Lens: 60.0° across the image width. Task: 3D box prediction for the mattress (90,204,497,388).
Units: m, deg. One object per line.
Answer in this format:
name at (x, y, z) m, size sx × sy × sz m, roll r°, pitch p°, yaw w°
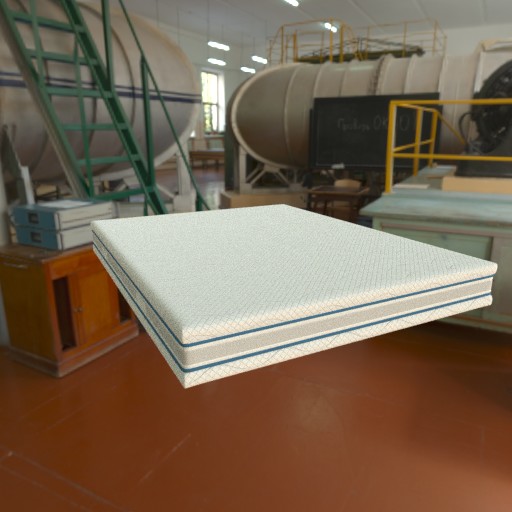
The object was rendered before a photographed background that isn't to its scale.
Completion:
mattress at (0.000, 0.000, 2.665) m, size 1.600 × 0.230 × 2.000 m, roll -8°, pitch 18°, yaw -27°
